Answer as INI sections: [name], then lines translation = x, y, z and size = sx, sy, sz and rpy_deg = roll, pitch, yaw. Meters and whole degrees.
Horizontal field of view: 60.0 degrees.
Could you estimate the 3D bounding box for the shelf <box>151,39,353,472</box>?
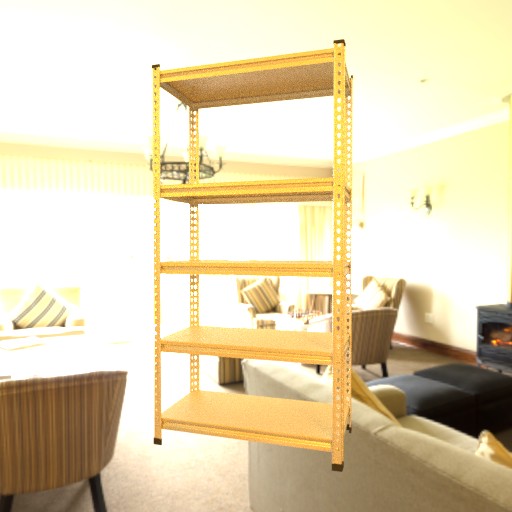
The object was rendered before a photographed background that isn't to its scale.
[shelf]
translation = 0.000, 0.000, 2.222
size = 0.914, 1.829, 0.457
rpy_deg = 0, 1, 17
